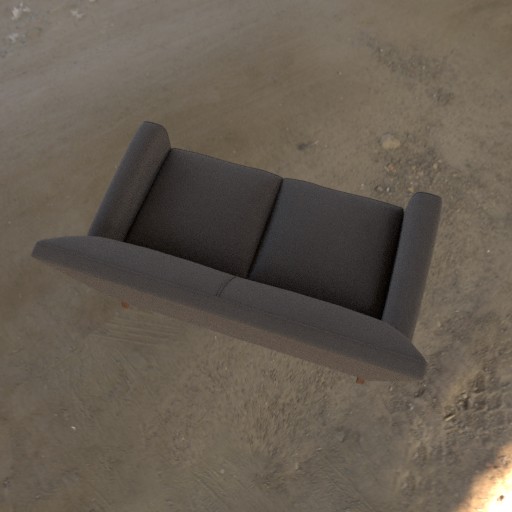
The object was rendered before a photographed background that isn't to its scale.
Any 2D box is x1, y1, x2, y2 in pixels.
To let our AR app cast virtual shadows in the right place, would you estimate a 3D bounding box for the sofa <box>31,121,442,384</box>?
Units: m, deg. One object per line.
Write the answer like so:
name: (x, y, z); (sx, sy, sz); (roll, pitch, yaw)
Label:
sofa: (0.000, 0.000, 1.971); (1.420, 0.846, 0.871); (16, 64, 8)
